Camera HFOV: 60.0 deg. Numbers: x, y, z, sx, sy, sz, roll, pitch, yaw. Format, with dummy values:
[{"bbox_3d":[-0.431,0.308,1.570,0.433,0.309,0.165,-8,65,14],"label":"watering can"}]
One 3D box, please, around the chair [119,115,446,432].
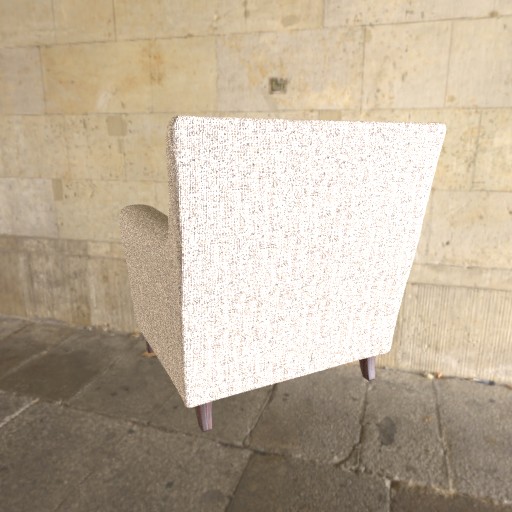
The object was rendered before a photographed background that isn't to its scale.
[{"bbox_3d":[0.000,0.000,1.632,0.864,0.928,0.873,-7,16,-26],"label":"chair"}]
